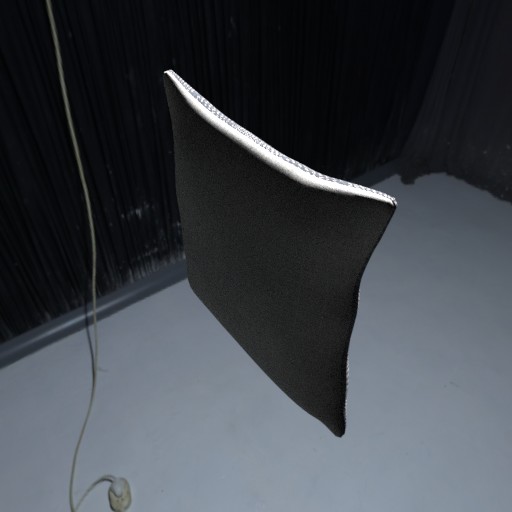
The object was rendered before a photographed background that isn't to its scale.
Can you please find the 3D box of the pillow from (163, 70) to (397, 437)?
[{"bbox_3d":[0.000,0.000,0.664,0.138,0.432,0.435,-26,47,-27],"label":"pillow"}]
